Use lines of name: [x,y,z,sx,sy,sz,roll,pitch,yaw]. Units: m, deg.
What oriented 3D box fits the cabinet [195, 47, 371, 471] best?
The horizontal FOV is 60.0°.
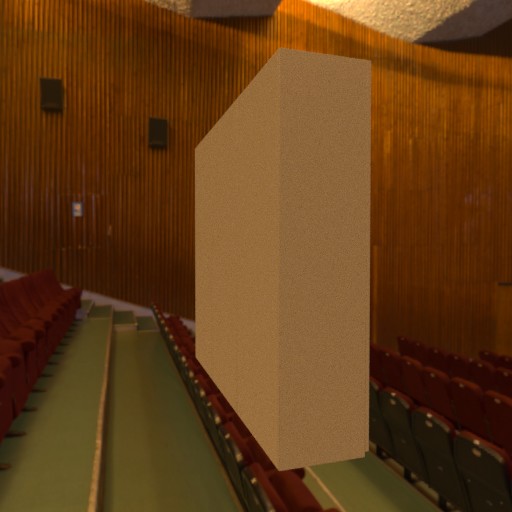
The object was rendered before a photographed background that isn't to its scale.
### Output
cabinet: [0.000,0.000,3.852,0.590,2.370,2.700,0,1,-18]
